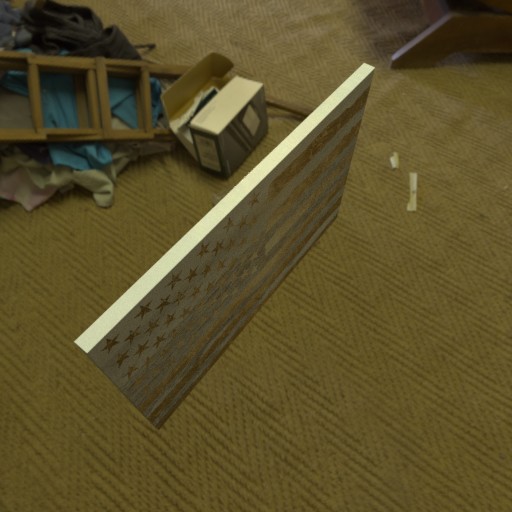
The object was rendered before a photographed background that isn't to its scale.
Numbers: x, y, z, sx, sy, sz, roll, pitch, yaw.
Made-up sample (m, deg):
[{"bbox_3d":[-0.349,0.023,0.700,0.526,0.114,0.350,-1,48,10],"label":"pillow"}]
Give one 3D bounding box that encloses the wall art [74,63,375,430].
[{"bbox_3d":[0.000,0.000,1.443,0.041,0.762,1.145,33,64,19],"label":"wall art"}]
